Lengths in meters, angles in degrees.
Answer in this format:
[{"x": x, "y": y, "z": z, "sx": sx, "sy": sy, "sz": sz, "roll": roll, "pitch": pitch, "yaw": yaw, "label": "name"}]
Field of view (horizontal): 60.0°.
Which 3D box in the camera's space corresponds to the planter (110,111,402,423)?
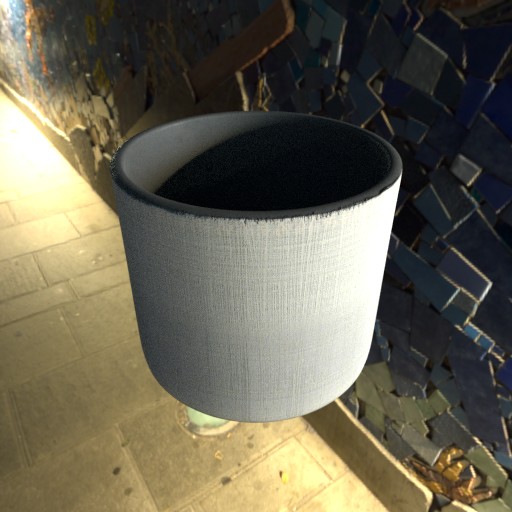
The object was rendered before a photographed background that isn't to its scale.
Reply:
[{"x": 0.000, "y": 0.000, "z": 0.402, "sx": 0.226, "sy": 0.201, "sz": 0.226, "roll": 0, "pitch": 34, "yaw": 0, "label": "planter"}]
